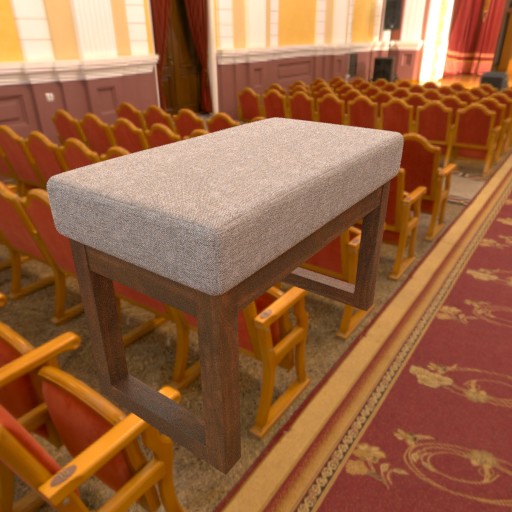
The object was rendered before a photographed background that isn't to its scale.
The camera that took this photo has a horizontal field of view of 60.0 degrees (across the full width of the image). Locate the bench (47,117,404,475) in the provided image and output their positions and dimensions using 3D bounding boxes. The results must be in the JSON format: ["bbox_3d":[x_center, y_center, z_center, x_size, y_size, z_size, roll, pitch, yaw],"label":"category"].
[{"bbox_3d":[0.000,0.000,0.962,0.366,0.467,0.681,18,32,31],"label":"bench"}]
